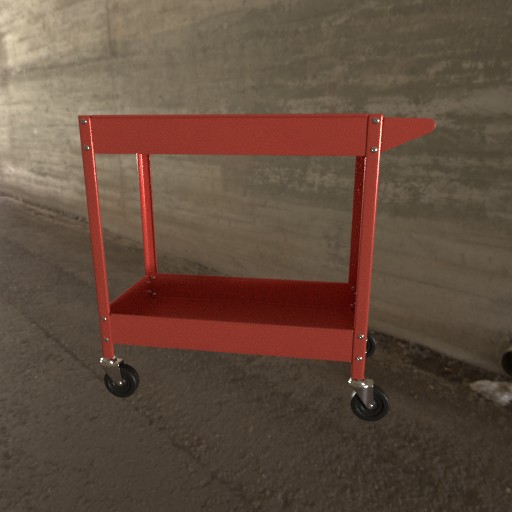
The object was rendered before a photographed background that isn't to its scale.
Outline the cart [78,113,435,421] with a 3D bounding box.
[{"bbox_3d":[0.000,0.000,1.197,0.779,0.719,0.366,2,16,9],"label":"cart"}]
